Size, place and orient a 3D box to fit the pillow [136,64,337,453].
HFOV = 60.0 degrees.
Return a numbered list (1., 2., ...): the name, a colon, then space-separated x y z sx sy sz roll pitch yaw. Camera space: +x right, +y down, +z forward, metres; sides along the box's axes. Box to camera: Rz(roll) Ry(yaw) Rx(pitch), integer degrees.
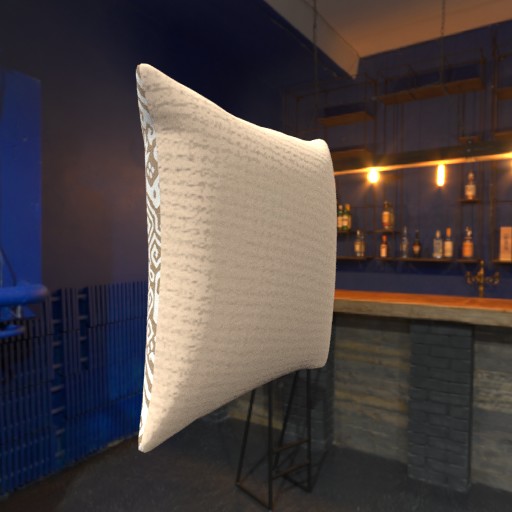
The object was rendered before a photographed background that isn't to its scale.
1. pillow: 0.000 0.000 0.631 0.173 0.407 0.419 1 1 36
